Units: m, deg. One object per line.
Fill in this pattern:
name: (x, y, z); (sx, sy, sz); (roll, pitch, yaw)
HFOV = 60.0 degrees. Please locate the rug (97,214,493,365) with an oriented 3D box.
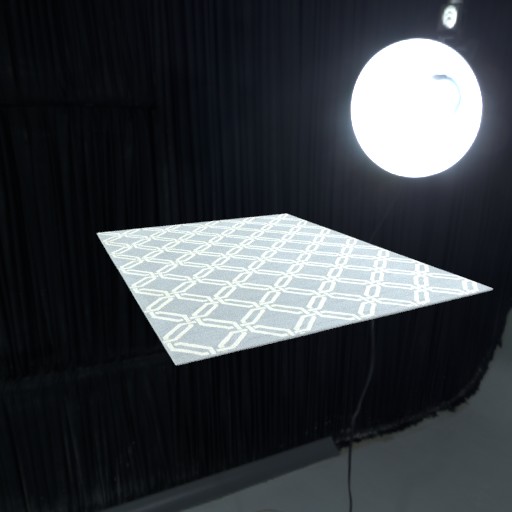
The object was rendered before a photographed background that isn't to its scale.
rug: (0.000, 0.000, 3.865); (2.288, 0.018, 2.895); (-8, 19, -25)
